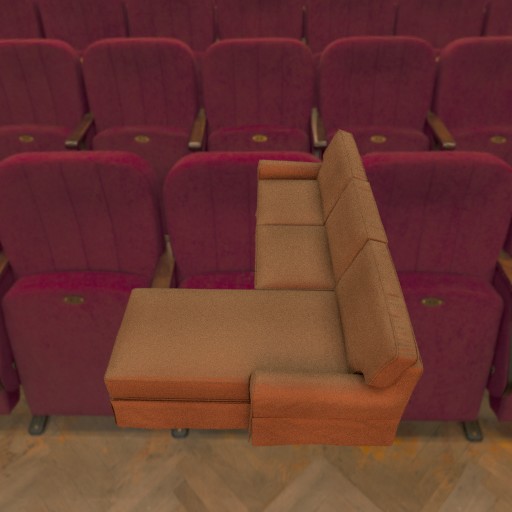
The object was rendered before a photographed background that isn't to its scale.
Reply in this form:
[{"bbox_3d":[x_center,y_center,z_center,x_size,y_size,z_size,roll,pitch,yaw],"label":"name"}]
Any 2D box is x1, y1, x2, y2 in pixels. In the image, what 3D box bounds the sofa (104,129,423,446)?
[{"bbox_3d":[0.000,0.000,3.303,1.733,0.978,2.475,1,41,1],"label":"sofa"}]
